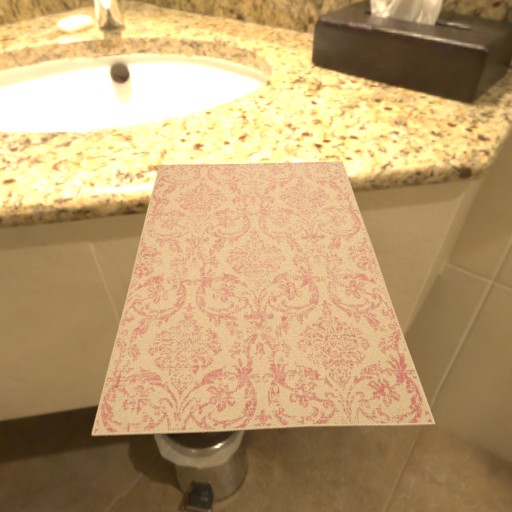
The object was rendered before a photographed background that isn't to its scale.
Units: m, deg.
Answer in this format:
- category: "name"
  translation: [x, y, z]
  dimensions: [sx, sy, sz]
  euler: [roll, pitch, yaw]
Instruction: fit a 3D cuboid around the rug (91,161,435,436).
- category: "rug"
  translation: [0.000, 0.000, 3.355]
  dimensions: [1.819, 0.018, 2.746]
  euler: [-1, 42, -1]
